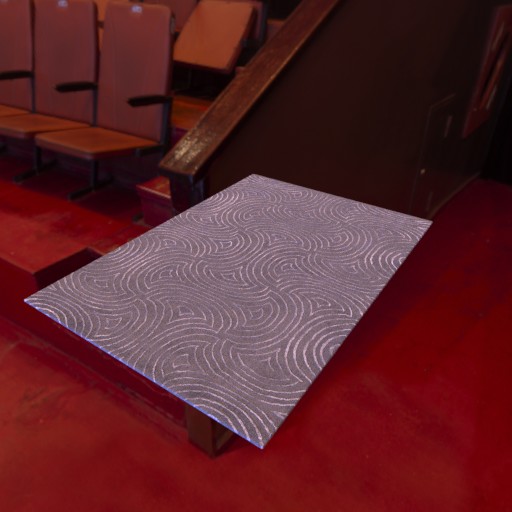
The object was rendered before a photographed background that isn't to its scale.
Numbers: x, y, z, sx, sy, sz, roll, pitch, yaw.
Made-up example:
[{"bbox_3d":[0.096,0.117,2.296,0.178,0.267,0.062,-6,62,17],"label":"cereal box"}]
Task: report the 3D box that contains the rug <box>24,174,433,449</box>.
[{"bbox_3d":[0.000,0.000,2.748,1.543,0.015,2.144,20,38,29],"label":"rug"}]
